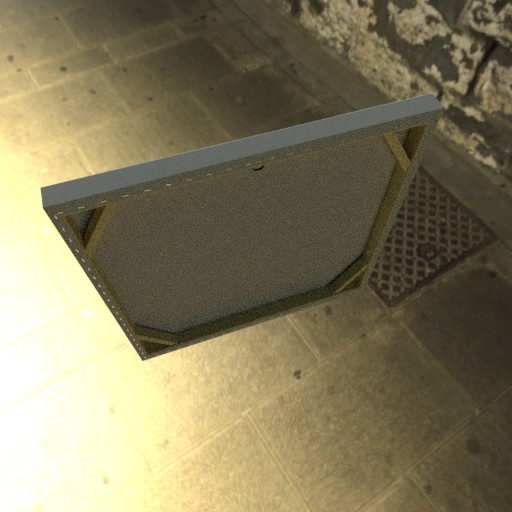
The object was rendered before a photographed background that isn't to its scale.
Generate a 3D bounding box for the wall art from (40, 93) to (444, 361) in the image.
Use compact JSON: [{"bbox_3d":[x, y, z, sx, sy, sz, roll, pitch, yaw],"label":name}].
[{"bbox_3d":[0.000,0.000,0.906,0.610,0.610,0.038,-16,59,-10],"label":"wall art"}]
